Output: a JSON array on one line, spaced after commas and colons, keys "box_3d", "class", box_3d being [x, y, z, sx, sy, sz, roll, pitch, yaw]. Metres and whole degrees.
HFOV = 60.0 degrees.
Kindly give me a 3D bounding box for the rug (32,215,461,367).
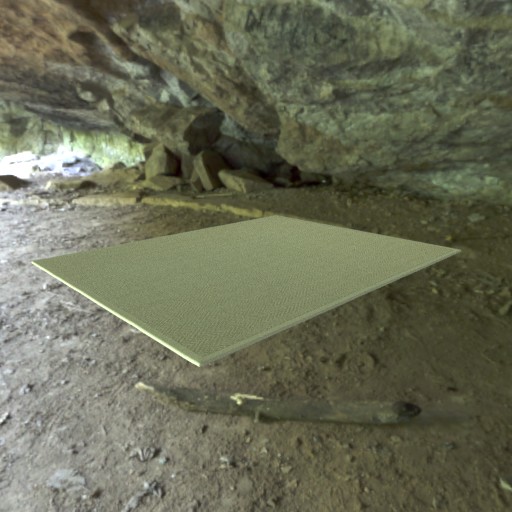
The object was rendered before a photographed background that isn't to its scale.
[{"box_3d": [0.000, 0.000, 3.978, 3.051, 0.020, 2.407, -15, 22, -42], "class": "rug"}]
